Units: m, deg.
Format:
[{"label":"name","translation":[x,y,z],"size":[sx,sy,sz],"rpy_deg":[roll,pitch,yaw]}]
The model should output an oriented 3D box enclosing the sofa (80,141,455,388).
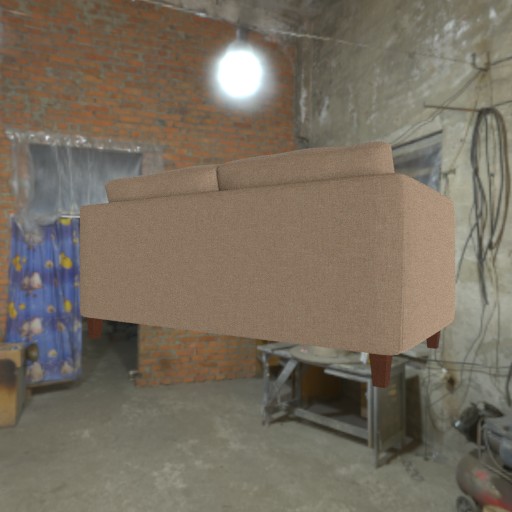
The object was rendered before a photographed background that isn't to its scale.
[{"label":"sofa","translation":[0.000,0.000,2.424],"size":[1.884,0.947,0.951],"rpy_deg":[0,0,34]}]
